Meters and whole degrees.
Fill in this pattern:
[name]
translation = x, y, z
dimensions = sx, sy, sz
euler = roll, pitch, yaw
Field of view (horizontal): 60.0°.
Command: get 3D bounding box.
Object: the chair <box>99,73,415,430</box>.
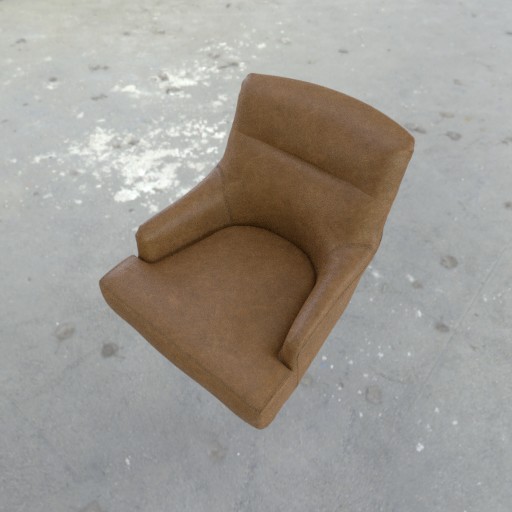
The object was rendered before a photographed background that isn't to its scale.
[chair]
translation = 0.000, 0.000, 1.532
dimensions = 0.729, 0.869, 0.874
euler = 32, 56, 25
